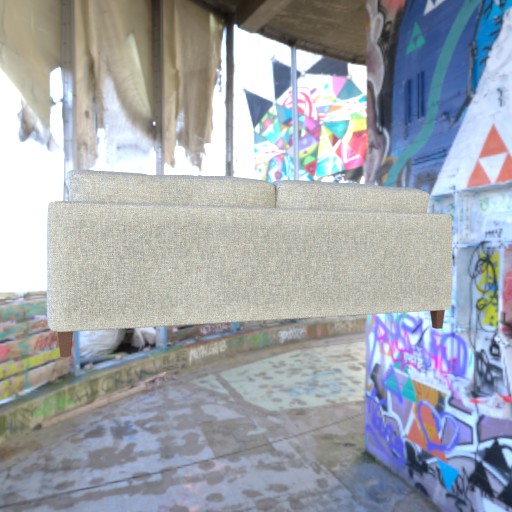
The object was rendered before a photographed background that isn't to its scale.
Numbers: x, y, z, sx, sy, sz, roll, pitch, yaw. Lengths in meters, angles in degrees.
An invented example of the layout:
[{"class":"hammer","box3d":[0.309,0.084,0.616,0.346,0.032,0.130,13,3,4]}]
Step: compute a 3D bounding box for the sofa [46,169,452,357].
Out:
[{"class":"sofa","box3d":[0.000,0.000,2.925,2.434,0.951,0.948,0,1,-19]}]
